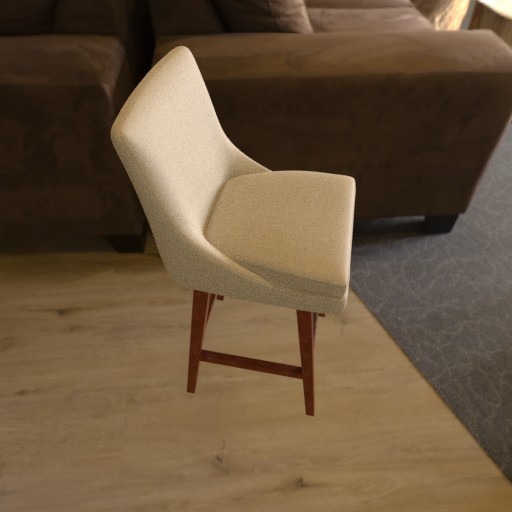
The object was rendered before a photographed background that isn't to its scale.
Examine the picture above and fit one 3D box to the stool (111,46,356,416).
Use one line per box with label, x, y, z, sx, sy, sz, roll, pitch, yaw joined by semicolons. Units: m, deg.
stool;0.000;0.000;1.388;0.559;1.092;0.470;8;47;8
